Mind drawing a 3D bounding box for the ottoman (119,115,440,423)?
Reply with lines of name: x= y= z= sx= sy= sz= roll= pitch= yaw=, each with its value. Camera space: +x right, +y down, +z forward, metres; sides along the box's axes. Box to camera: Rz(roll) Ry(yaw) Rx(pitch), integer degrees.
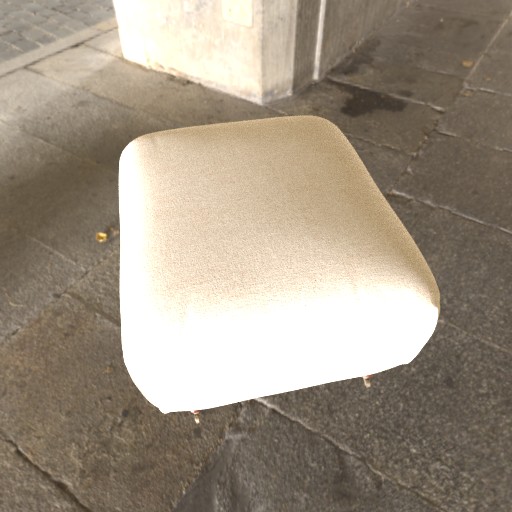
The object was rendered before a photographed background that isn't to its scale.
ottoman: x=0.000 y=0.000 z=1.131 sx=0.622 sy=0.450 sz=0.747 roll=-9 pitch=48 yaw=-8
